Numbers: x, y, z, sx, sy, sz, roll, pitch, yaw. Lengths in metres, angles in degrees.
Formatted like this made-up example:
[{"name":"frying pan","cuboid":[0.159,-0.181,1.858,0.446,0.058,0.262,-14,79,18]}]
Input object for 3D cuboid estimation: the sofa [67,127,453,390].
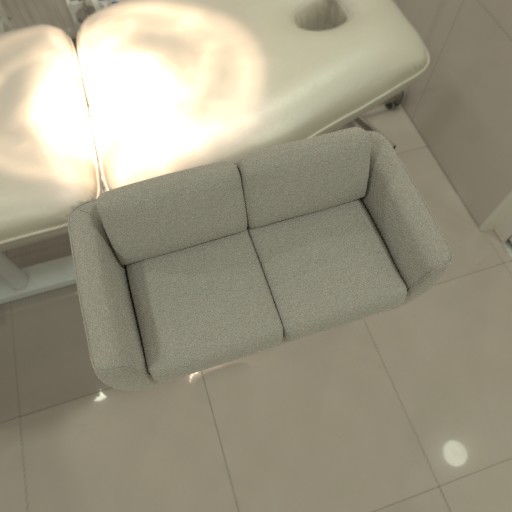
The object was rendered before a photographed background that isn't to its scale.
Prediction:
[{"name":"sofa","cuboid":[0.000,0.000,2.263,1.700,0.850,0.920,-16,65,-8]}]
